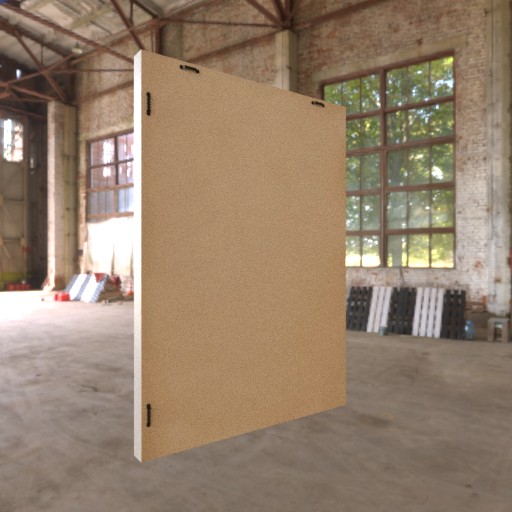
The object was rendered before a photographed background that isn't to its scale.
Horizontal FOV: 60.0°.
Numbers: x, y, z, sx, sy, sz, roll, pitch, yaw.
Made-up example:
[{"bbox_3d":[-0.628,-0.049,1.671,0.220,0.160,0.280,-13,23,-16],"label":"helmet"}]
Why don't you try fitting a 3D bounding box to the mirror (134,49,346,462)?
[{"bbox_3d":[0.000,0.000,0.921,0.507,0.710,0.039,0,0,-36],"label":"mirror"}]
